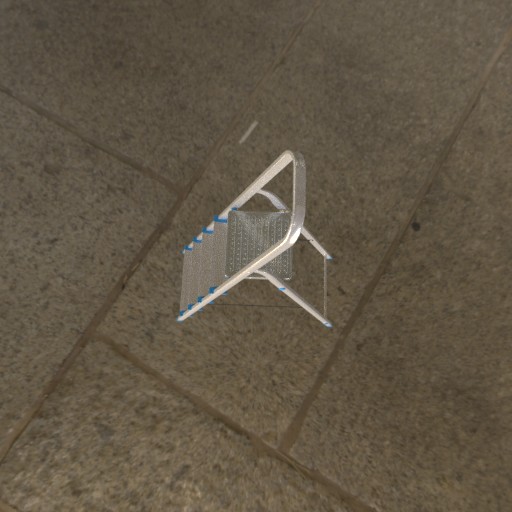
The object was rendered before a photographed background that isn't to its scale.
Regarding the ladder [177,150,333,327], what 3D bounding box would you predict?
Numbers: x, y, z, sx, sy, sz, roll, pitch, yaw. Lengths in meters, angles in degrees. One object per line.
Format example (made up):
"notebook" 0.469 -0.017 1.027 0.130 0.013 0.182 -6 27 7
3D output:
"ladder" 0.000 0.000 2.082 0.990 1.648 0.468 2 76 1
